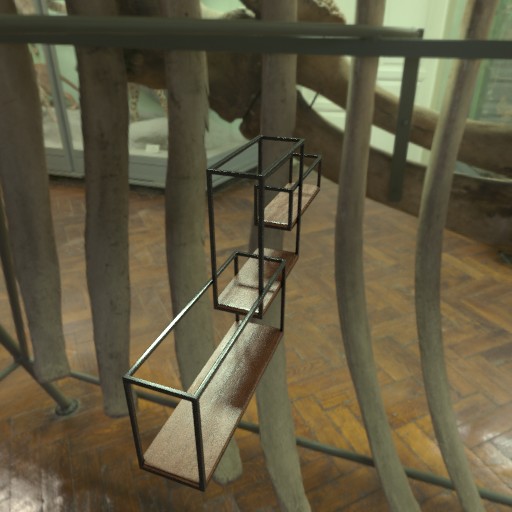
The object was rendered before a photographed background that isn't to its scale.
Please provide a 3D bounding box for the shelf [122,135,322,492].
[{"bbox_3d":[0.000,0.000,2.130,0.275,0.972,1.781,10,30,18],"label":"shelf"}]
